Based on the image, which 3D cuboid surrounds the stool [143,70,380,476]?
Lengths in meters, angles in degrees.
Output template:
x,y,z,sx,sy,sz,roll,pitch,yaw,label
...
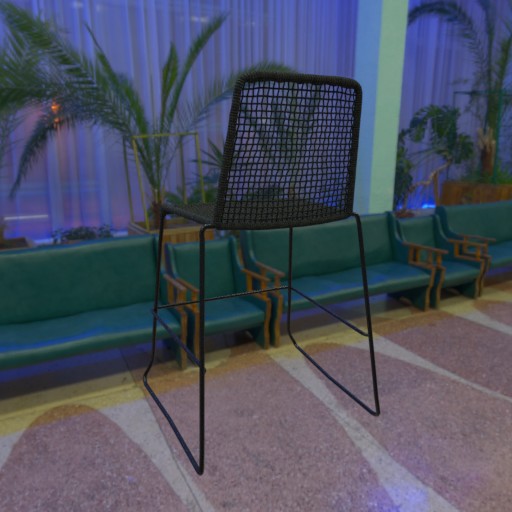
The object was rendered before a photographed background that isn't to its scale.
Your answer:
x,y,z,sx,sy,sz,roll,pitch,yaw,label
0.000,0.000,1.252,0.590,0.905,0.509,-7,16,-25,stool
